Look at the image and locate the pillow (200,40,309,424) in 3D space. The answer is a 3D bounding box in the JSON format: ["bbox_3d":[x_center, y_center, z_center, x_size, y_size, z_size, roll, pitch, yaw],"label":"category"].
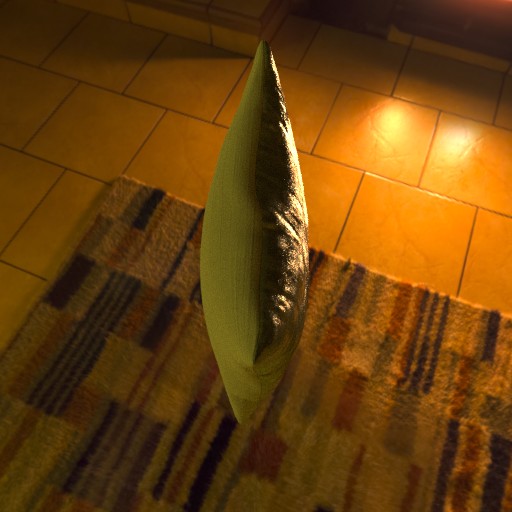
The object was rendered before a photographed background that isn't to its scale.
[{"bbox_3d":[0.000,0.000,0.727,0.175,0.464,0.470,2,63,1],"label":"pillow"}]
